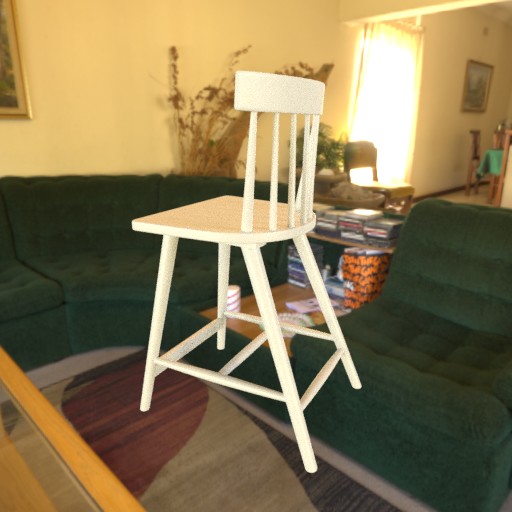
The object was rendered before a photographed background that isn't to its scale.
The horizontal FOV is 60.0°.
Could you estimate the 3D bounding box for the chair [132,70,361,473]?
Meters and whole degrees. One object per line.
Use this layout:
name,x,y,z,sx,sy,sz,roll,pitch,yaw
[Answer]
chair,0.000,0.000,1.292,0.572,0.952,0.483,9,19,27
